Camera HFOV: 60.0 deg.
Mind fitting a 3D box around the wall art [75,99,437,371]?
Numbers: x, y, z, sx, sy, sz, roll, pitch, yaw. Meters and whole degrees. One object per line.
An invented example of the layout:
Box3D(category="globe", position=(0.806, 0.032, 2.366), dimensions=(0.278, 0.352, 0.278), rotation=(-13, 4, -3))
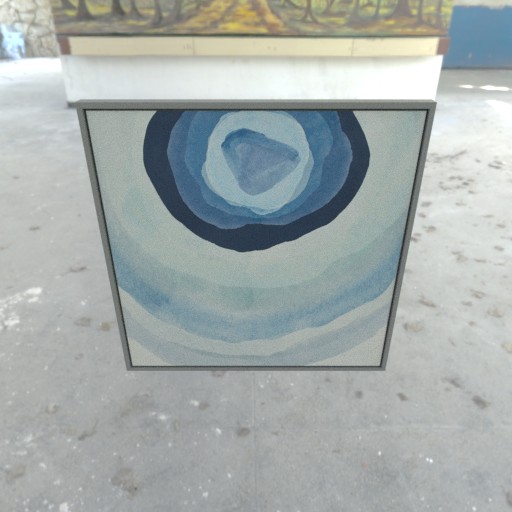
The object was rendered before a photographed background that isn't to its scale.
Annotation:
Box3D(category="wall art", position=(0.000, 0.000, 1.203), dimensions=(0.809, 0.807, 0.038), rotation=(0, 29, 0))
